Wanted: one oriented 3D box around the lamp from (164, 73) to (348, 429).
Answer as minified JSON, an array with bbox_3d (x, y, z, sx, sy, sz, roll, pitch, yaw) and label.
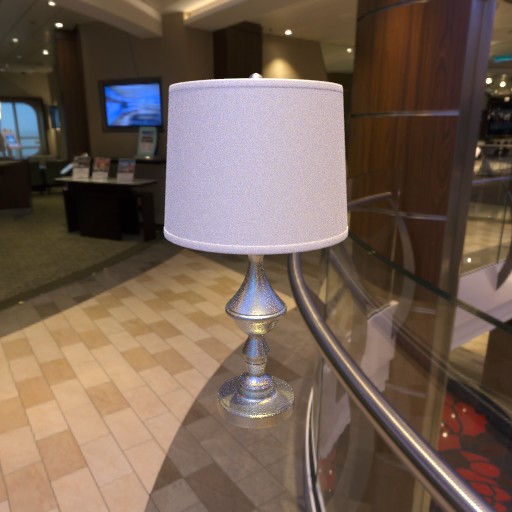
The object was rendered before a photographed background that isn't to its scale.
[{"bbox_3d":[0.000,0.000,0.956,0.383,0.733,0.383,0,16,0],"label":"lamp"}]
